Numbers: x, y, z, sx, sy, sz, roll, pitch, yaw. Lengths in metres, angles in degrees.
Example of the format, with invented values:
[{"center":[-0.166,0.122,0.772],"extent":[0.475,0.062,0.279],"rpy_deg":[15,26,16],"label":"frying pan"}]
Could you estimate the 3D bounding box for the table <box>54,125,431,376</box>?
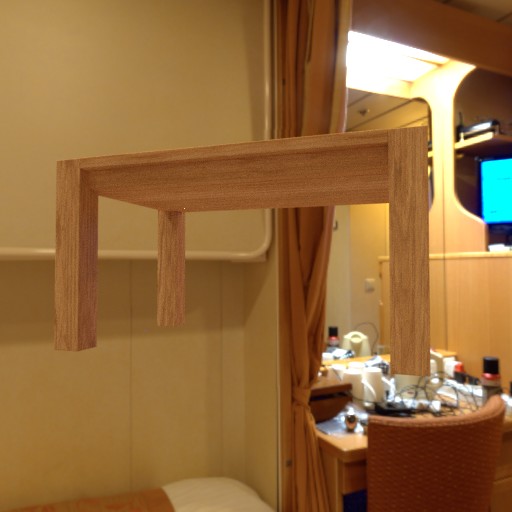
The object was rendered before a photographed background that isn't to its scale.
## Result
[{"center":[0.000,0.000,1.981],"extent":[1.400,0.760,0.900],"rpy_deg":[-1,-2,18],"label":"table"}]
